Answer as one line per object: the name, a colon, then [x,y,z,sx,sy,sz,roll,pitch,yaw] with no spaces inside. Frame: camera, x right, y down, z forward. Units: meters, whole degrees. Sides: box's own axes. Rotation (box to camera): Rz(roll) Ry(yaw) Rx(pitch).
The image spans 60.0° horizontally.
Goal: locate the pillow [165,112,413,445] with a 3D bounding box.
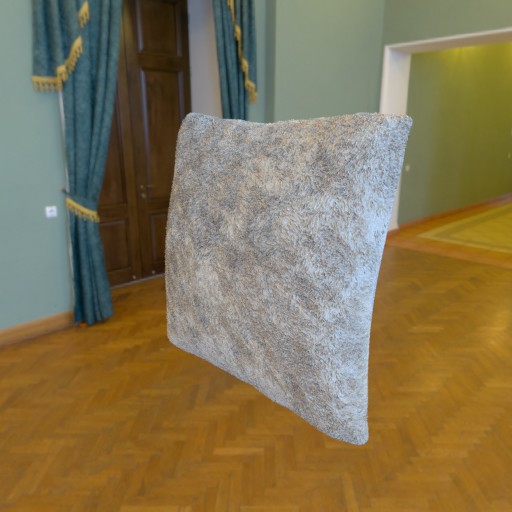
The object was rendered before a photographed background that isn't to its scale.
pillow: [0.000,0.000,0.818,0.529,0.515,0.218,16,23,43]
